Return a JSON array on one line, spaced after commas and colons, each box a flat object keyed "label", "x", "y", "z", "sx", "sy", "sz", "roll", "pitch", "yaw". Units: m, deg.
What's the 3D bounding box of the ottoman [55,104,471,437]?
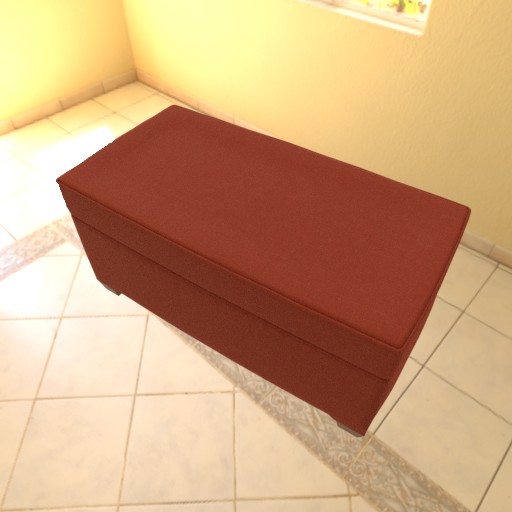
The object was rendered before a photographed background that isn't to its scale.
[{"label": "ottoman", "x": 0.000, "y": 0.000, "z": 1.247, "sx": 0.948, "sy": 0.454, "sz": 0.497, "roll": 25, "pitch": 52, "yaw": 22}]
